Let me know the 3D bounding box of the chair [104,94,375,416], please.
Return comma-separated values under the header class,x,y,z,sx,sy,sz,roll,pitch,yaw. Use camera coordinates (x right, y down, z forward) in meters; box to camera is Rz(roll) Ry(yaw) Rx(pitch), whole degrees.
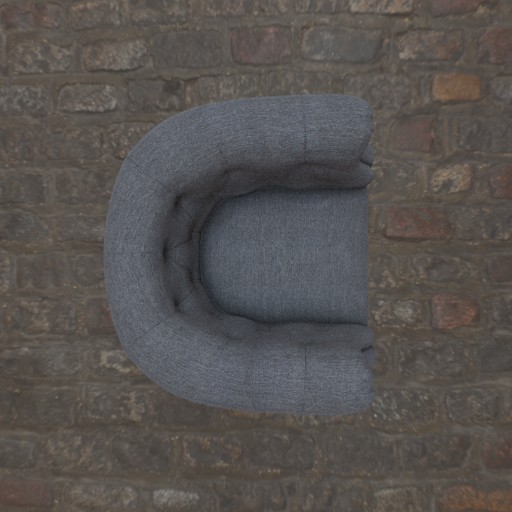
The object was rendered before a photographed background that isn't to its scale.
class,x,y,z,sx,sy,sz,roll,pitch,yaw
chair,0.000,0.000,1.581,0.852,0.827,0.905,0,89,1
